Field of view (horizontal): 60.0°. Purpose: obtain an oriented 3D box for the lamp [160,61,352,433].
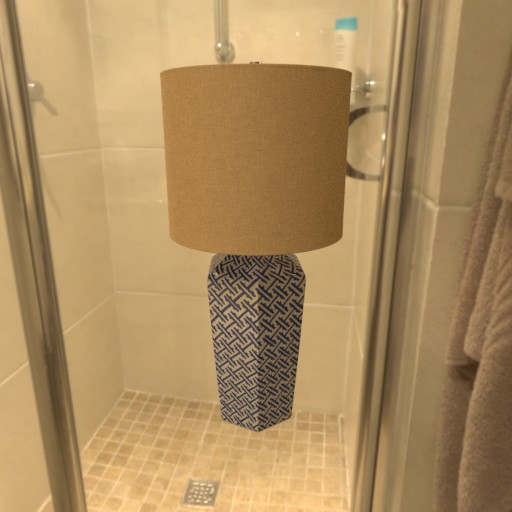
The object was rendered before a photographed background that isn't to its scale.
[{"bbox_3d":[0.000,0.000,0.846,0.320,0.682,0.320,-9,19,-27],"label":"lamp"}]
